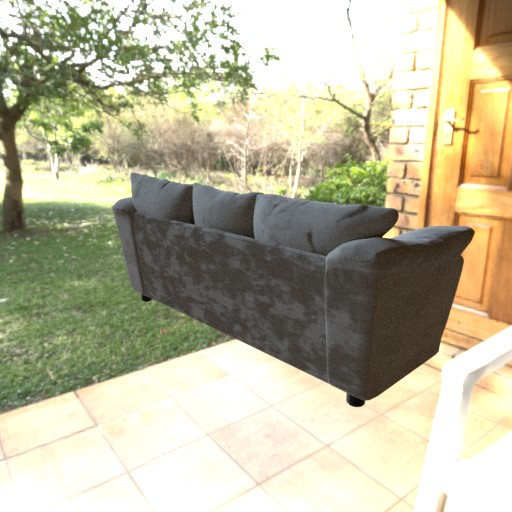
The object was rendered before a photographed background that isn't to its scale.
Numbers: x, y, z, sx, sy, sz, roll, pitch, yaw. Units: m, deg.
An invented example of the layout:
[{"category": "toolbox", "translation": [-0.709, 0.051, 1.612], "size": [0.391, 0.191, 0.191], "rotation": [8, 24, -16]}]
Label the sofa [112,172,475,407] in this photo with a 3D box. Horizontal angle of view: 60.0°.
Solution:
[{"category": "sofa", "translation": [0.000, 0.000, 2.850], "size": [0.893, 0.981, 2.377], "rotation": [-13, 20, -42]}]
